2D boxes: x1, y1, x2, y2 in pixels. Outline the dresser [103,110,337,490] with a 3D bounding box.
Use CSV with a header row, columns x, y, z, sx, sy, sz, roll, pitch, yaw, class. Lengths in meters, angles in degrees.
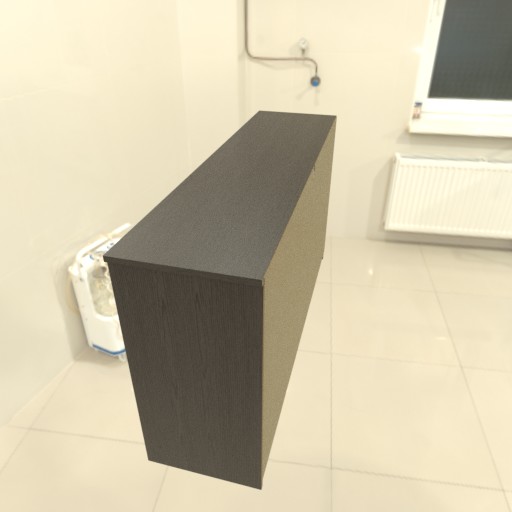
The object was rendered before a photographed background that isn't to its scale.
x,y,z,sx,sy,sz,roll,pitch,yaw,class
0.000,0.000,1.697,0.401,0.755,1.360,8,32,13,dresser
